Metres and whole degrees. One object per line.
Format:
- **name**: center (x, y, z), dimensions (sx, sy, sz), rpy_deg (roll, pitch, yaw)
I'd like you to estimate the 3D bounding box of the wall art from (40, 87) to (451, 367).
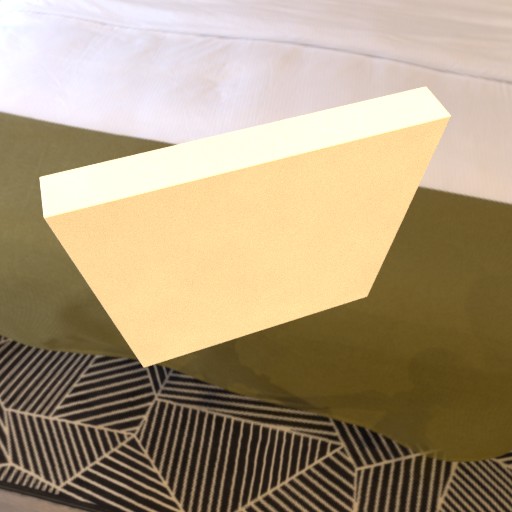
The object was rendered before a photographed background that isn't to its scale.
- **wall art**: center (0.000, 0.000, 0.453), dimensions (0.305, 0.305, 0.038), rpy_deg (-16, 59, -10)
